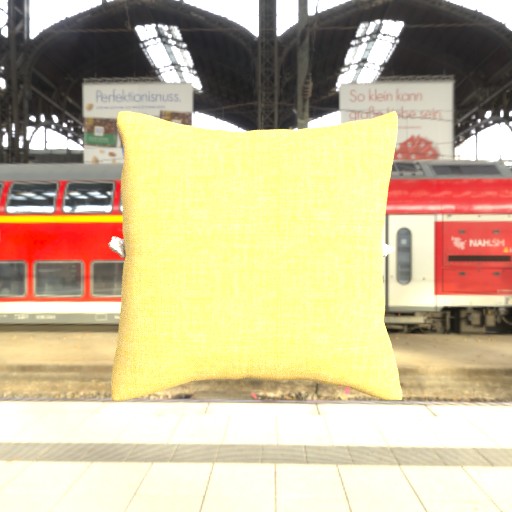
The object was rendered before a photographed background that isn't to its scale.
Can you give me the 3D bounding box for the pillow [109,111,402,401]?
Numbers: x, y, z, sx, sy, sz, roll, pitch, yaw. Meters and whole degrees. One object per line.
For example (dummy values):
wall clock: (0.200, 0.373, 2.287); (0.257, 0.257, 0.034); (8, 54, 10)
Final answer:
pillow: (0.000, 0.000, 0.753); (0.485, 0.481, 0.167); (0, 0, 0)
